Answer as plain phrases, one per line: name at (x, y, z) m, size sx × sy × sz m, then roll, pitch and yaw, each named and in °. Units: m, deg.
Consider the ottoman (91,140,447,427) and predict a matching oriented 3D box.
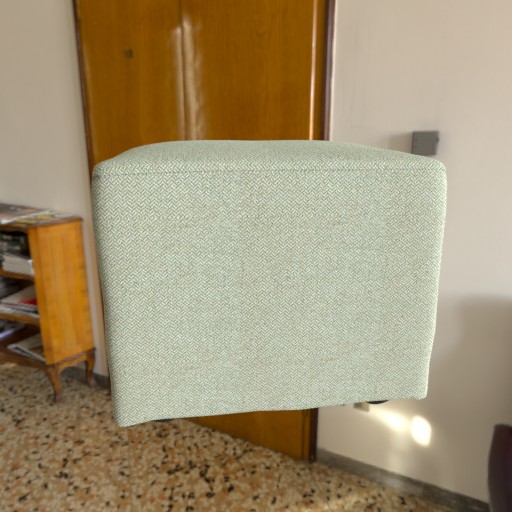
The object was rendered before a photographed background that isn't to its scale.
ottoman at (0.000, 0.000, 0.896) m, size 0.521 × 0.453 × 0.512 m, roll -2°, pitch 15°, yaw -8°
